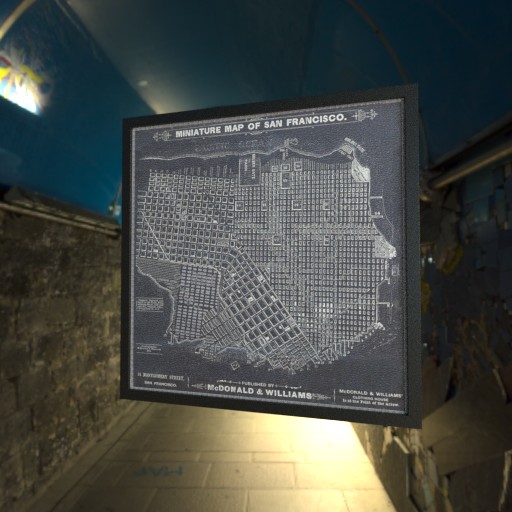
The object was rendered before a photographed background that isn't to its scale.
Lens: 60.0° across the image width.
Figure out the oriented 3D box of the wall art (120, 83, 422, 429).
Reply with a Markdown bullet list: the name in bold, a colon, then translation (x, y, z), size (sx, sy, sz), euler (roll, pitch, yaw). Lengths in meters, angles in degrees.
- **wall art**: translation (0.000, 0.000, 1.164), size (0.807, 0.807, 0.022), euler (-1, -2, 18)
